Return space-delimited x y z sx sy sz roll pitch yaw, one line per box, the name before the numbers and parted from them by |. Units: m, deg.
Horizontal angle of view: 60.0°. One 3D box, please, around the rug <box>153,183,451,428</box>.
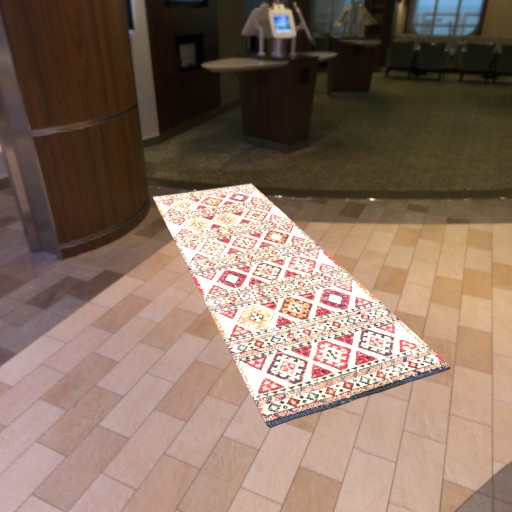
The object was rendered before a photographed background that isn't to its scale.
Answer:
rug | 0.000 0.000 2.668 0.832 0.008 2.362 -11 31 -18
